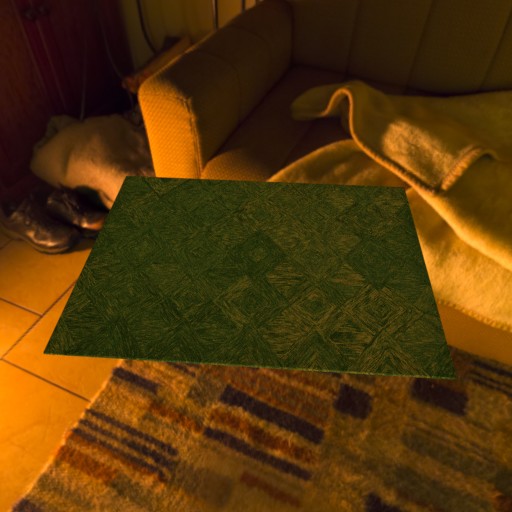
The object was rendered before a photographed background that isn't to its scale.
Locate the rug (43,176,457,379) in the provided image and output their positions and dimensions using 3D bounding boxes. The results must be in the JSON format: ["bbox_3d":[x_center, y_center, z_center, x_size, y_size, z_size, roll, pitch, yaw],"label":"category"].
[{"bbox_3d":[0.000,0.000,4.276,3.217,0.027,2.405,3,45,3],"label":"rug"}]
